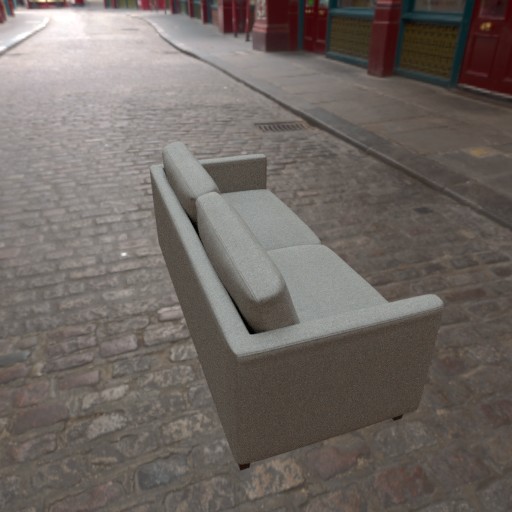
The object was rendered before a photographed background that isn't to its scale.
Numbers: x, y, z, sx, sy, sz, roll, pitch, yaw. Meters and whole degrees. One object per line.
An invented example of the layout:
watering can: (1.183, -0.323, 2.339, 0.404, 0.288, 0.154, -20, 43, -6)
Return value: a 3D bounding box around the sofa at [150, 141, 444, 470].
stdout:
sofa: (0.000, 0.000, 2.712, 0.956, 0.963, 2.208, -10, 32, -17)
